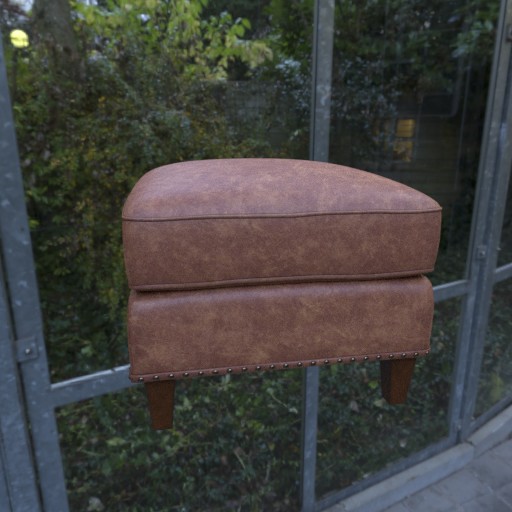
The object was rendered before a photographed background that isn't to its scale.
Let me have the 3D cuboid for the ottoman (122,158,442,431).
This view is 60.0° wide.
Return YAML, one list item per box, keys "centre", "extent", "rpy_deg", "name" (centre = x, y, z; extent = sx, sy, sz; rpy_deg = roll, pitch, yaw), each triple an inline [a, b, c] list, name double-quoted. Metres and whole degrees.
- centre: [0.000, 0.000, 1.138]
  extent: [0.586, 0.486, 0.742]
  rpy_deg: [-3, 15, -10]
  name: "ottoman"
